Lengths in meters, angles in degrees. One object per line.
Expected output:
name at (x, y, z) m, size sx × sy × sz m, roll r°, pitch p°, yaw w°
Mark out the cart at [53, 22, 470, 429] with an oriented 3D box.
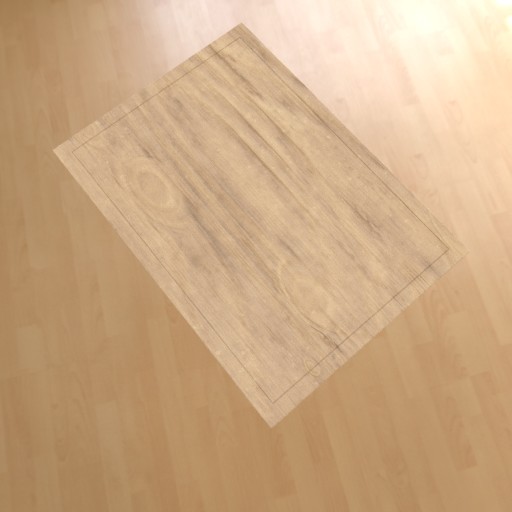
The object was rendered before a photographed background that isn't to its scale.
cart at (0.000, 0.000, 1.436) m, size 0.567 × 0.920 × 0.797 m, roll -39°, pitch 78°, yaw -10°
